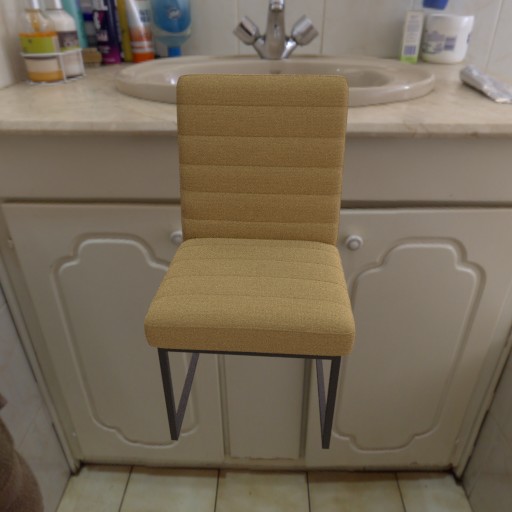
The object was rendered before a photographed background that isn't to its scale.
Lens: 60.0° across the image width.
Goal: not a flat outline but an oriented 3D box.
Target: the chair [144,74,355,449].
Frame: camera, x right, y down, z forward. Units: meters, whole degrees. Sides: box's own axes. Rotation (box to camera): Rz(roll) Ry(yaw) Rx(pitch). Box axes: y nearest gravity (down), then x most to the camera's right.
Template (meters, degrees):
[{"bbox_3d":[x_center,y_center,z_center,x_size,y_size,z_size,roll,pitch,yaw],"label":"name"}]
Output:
[{"bbox_3d":[0.000,0.000,1.314,0.520,0.930,0.634,2,31,3],"label":"chair"}]
